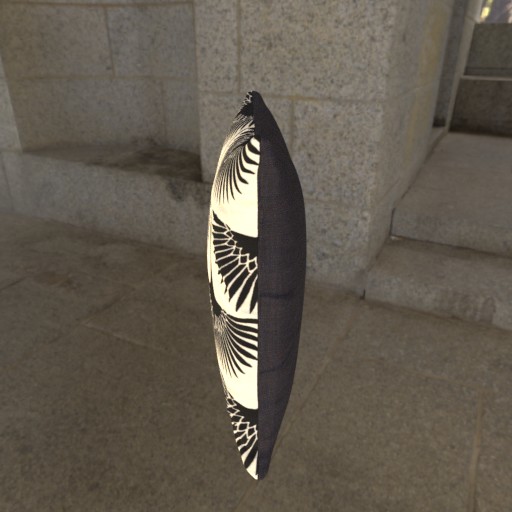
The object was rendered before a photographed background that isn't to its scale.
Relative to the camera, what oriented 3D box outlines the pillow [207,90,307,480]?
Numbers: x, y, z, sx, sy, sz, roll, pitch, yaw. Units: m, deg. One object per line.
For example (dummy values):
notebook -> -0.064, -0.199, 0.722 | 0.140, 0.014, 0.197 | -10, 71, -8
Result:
pillow -> 0.000, 0.000, 0.667 | 0.139, 0.432, 0.432 | -1, 26, -1
